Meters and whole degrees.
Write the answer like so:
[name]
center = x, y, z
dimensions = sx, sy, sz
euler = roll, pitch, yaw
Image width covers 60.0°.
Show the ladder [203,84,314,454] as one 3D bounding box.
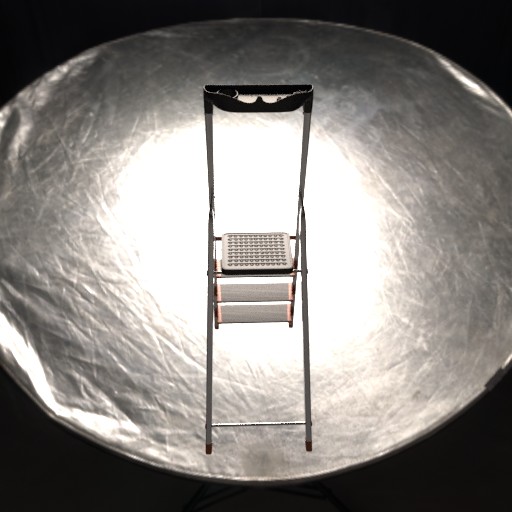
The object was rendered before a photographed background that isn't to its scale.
[ladder]
center = 0.000, 0.000, 1.844
dimensions = 0.452, 1.429, 0.834
euler = -1, 31, -2
